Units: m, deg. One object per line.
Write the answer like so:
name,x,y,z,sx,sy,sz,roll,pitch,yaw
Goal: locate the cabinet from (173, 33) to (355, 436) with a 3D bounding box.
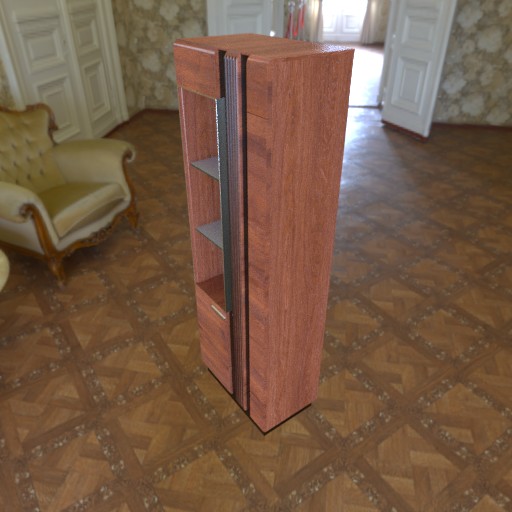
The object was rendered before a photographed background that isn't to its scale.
cabinet,0.000,0.000,2.278,0.420,1.980,0.660,-21,38,-30
